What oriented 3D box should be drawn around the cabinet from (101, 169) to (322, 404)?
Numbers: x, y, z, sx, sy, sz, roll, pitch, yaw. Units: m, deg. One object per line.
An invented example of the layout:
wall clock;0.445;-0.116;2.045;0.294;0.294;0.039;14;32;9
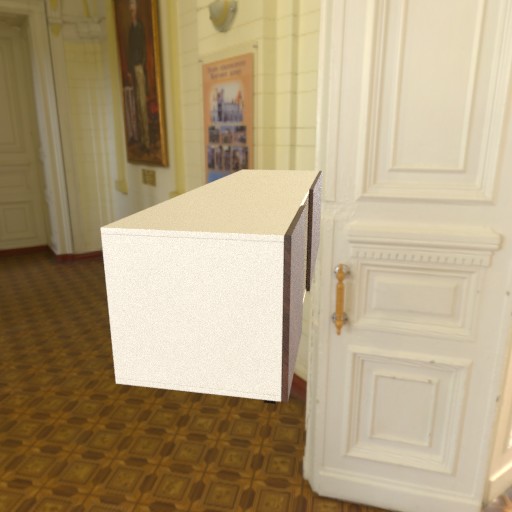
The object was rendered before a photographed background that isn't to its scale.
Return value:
cabinet;0.000;0.000;1.738;0.431;0.533;1.499;3;16;10
